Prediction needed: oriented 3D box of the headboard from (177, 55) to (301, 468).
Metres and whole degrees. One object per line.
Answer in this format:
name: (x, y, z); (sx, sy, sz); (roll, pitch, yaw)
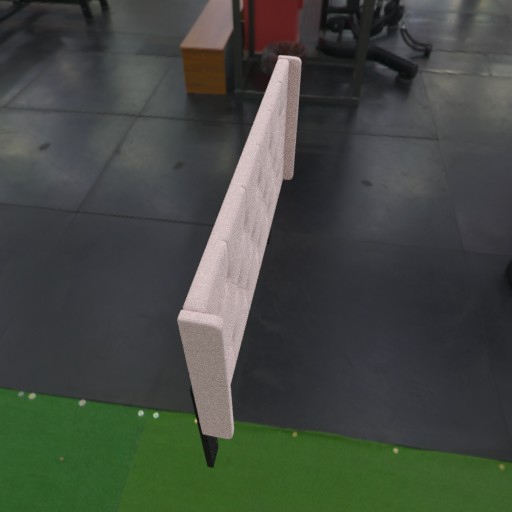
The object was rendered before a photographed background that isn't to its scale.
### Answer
headboard: (0.000, 0.000, 2.638); (0.184, 1.524, 2.051); (8, 47, 8)
